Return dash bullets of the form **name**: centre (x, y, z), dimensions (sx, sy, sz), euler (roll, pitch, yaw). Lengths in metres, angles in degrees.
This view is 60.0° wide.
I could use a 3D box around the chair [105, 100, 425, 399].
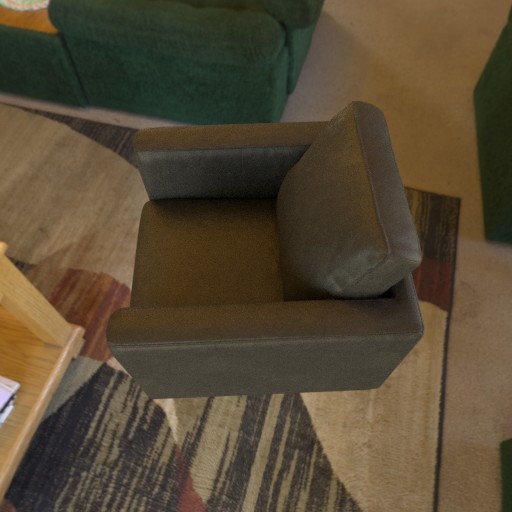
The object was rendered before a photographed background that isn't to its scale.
- **chair**: centre (0.000, 0.000, 1.558), dimensions (0.879, 0.898, 0.831), euler (-2, 59, -1)
